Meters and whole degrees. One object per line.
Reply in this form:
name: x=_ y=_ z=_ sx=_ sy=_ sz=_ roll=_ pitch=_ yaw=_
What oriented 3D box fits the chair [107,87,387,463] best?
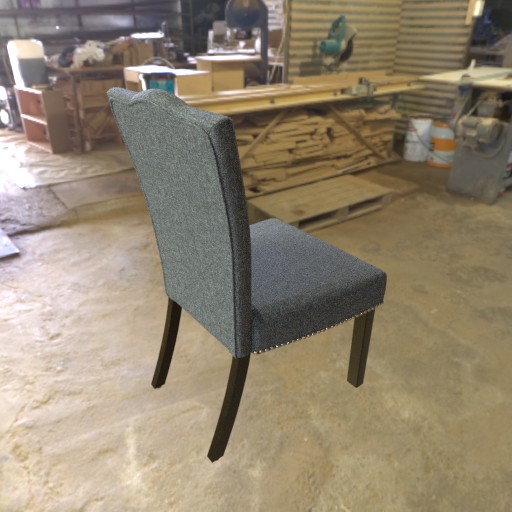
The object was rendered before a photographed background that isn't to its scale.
chair: x=0.000 y=0.000 z=1.274 sx=0.589 sy=0.946 sz=0.518 roll=-20 pitch=34 yaw=-33
